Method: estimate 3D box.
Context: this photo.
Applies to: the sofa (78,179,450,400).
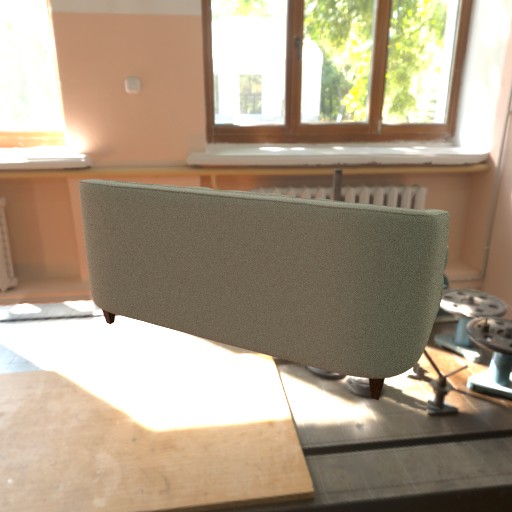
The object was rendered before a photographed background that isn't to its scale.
[{"bbox_3d":[0.000,0.000,2.261,1.733,0.855,0.941,9,20,26],"label":"sofa"}]
